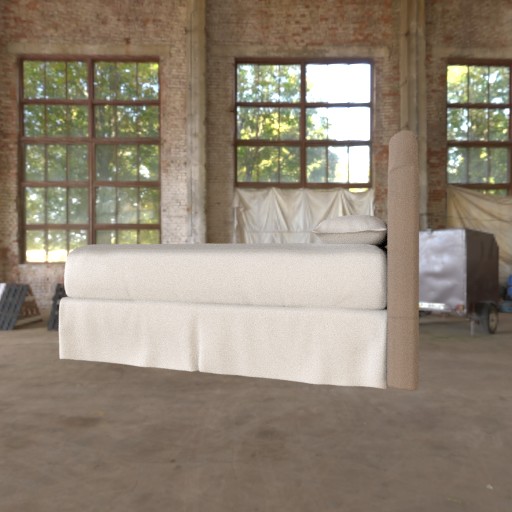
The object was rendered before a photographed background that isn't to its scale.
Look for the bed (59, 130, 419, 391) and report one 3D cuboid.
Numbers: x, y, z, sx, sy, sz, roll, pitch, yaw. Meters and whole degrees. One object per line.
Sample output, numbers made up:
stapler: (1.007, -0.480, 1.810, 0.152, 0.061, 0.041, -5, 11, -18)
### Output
bed: (0.000, 0.000, 3.227, 2.164, 1.303, 1.828, 0, 1, 18)
